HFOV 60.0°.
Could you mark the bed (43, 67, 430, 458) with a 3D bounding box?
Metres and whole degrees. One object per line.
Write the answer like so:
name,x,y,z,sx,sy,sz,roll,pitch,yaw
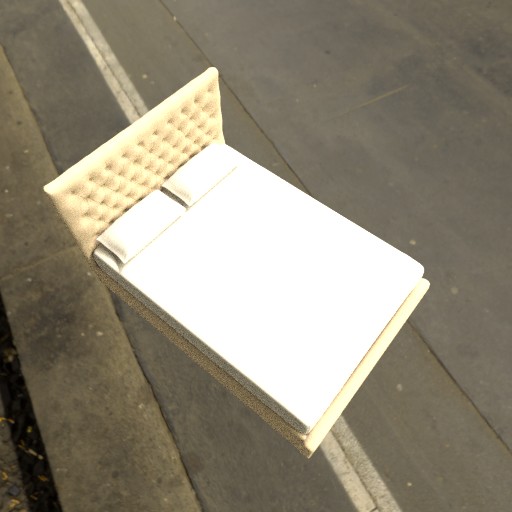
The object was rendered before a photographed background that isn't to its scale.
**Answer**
bed,0.000,0.000,3.500,2.387,1.427,1.698,35,65,19
